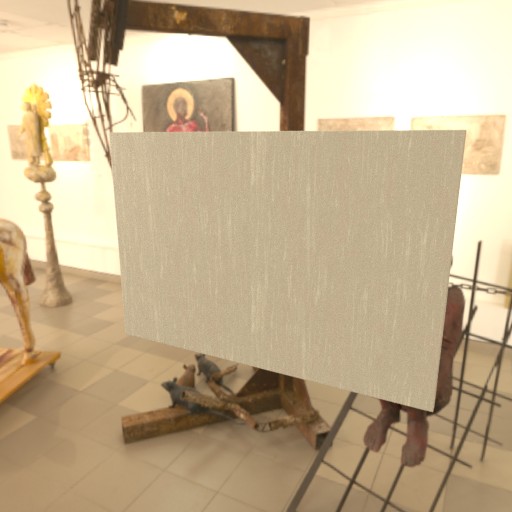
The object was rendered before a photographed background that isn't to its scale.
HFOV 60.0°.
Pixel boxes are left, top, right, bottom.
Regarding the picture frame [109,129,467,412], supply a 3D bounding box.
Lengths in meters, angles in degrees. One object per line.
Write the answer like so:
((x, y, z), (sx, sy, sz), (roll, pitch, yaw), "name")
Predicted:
((0.000, 0.000, 1.183), (0.950, 0.640, 0.029), (7, 17, 26), "picture frame")
